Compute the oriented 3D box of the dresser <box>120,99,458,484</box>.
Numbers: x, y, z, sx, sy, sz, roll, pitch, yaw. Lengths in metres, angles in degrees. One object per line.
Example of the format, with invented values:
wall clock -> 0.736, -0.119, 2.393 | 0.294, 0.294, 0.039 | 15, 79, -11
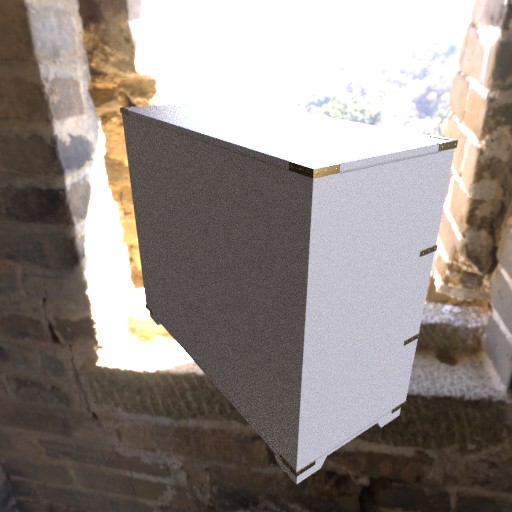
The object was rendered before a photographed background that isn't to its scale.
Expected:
dresser -> 0.000, 0.000, 1.506 | 0.460, 0.891, 1.022 | -17, 31, -31
